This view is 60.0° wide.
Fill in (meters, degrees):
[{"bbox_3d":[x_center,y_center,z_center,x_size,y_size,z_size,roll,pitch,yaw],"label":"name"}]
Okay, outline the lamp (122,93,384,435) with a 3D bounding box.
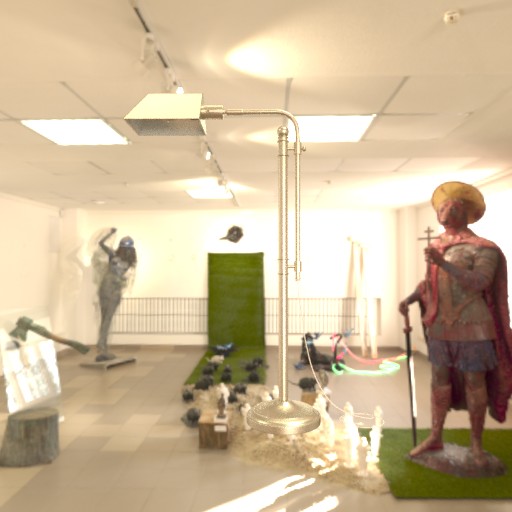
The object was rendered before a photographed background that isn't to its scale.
[{"bbox_3d":[0.000,0.000,0.959,0.546,0.708,0.159,0,-1,1],"label":"lamp"}]
